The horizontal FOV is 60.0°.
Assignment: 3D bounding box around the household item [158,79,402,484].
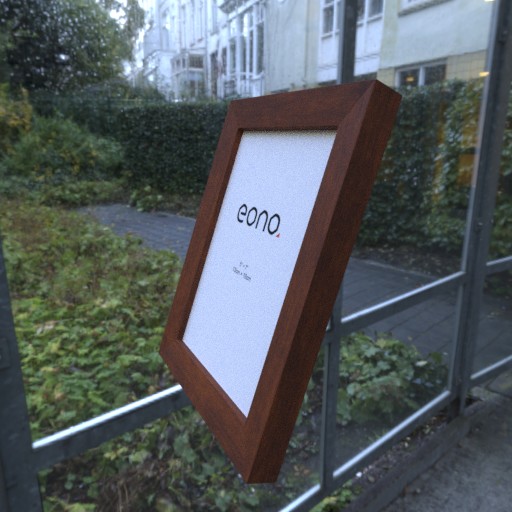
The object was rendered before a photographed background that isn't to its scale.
[{"bbox_3d":[0.000,0.000,0.291,0.096,0.204,0.160,-8,17,-27],"label":"household item"}]
